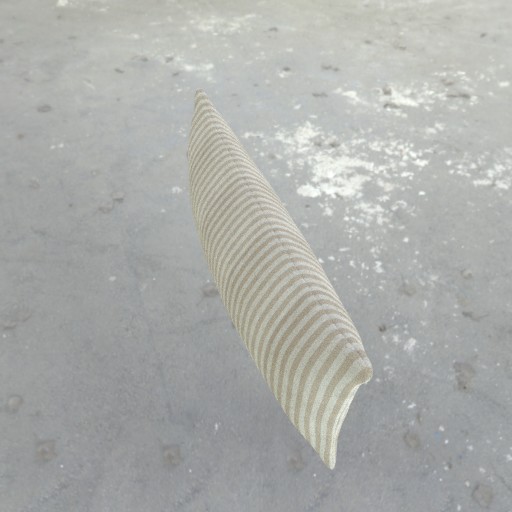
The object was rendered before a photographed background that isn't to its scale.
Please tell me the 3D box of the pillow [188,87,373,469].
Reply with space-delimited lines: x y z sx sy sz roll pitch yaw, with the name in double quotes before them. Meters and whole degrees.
"pillow" 0.000 0.000 0.723 0.151 0.295 0.617 -15 49 -14
